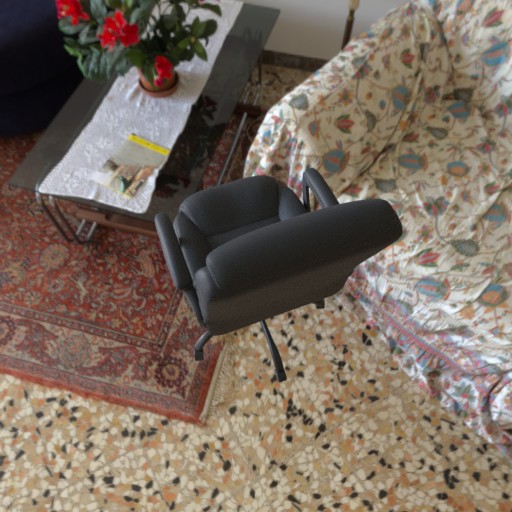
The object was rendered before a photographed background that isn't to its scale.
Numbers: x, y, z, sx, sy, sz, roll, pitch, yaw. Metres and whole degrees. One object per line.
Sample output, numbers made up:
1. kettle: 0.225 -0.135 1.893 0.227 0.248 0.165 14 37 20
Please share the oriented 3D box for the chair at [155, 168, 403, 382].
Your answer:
1. chair: 0.000 0.000 1.492 0.615 1.072 0.655 -18 62 -10
